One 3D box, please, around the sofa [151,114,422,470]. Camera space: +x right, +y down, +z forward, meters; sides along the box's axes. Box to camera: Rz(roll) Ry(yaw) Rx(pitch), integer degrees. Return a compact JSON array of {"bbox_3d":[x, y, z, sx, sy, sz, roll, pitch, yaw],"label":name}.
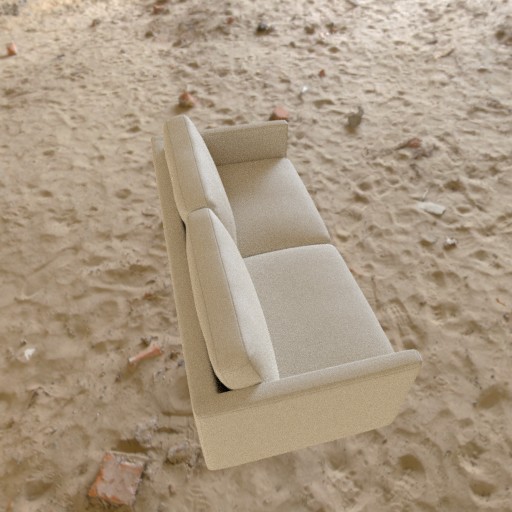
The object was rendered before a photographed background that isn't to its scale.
[{"bbox_3d":[0.000,0.000,2.525,0.965,0.889,1.981,-10,47,-10],"label":"sofa"}]
